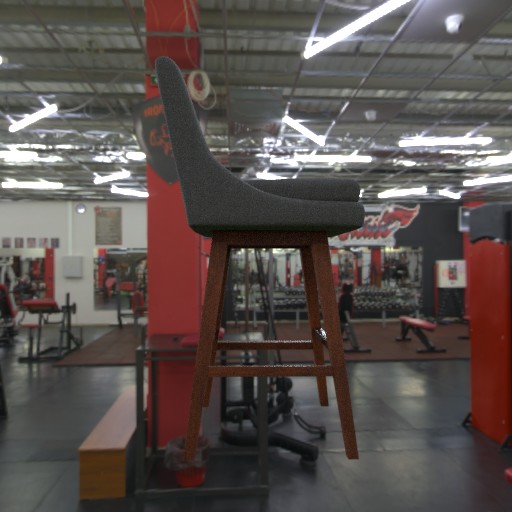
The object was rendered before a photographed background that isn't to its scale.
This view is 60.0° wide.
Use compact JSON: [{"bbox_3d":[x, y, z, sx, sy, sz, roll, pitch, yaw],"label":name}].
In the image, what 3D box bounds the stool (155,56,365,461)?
[{"bbox_3d":[0.000,0.000,1.265,0.524,0.977,0.447,0,-1,-1],"label":"stool"}]
